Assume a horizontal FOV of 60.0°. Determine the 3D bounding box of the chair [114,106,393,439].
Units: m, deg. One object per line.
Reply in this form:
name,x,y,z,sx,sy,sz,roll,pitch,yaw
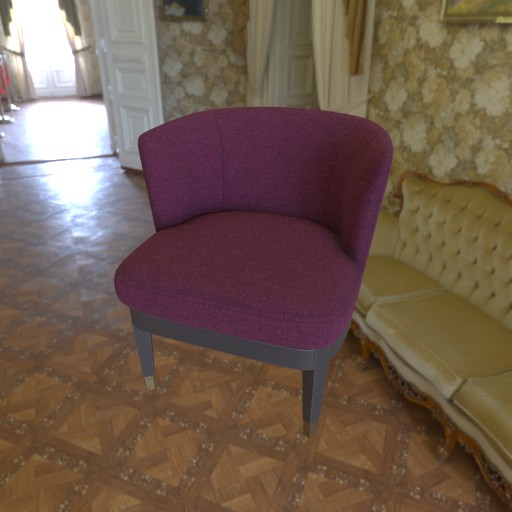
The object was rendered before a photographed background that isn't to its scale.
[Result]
chair,0.000,0.000,1.315,0.700,0.760,0.660,10,28,19
